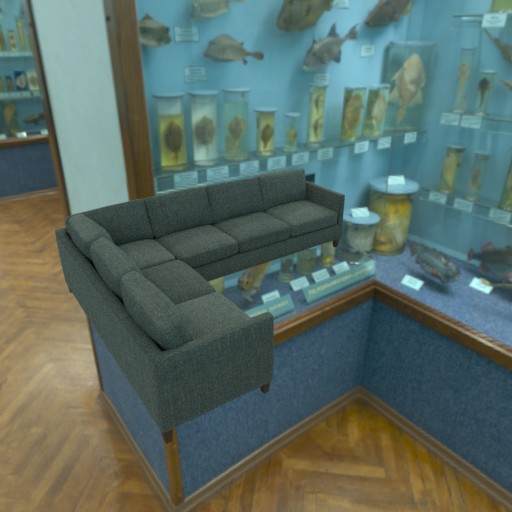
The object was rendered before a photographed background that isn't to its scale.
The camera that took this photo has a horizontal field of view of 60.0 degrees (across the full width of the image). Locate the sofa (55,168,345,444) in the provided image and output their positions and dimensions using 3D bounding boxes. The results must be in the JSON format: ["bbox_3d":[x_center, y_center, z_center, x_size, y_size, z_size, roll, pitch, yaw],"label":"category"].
[{"bbox_3d":[0.000,0.000,4.552,3.302,0.947,2.593,-17,31,-31],"label":"sofa"}]
